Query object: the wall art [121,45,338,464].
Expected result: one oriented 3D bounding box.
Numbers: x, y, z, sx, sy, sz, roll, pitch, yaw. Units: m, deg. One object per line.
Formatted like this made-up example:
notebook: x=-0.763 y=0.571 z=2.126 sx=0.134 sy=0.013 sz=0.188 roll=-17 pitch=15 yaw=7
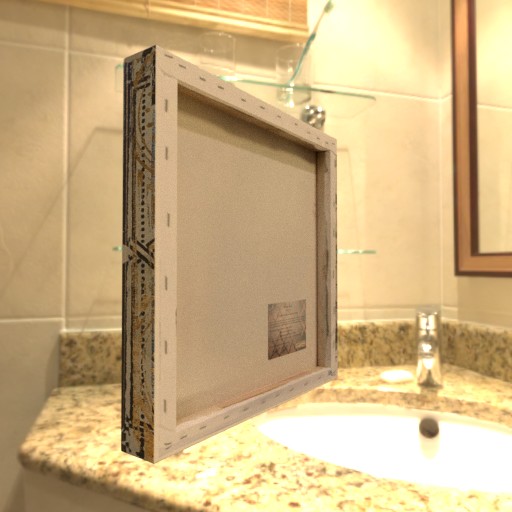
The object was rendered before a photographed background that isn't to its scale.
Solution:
wall art: x=0.000 y=0.000 z=0.455 sx=0.038 sy=0.306 sz=0.302 roll=-1 pitch=-1 yaw=36
